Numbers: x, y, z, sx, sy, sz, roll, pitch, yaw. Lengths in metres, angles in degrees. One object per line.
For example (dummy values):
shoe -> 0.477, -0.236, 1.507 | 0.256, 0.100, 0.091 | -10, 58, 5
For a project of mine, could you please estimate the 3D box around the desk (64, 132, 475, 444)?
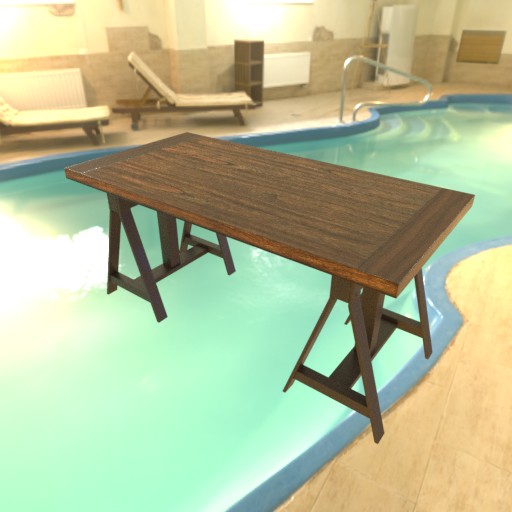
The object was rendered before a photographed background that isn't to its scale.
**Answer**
desk -> 0.000, 0.000, 2.003 | 1.543, 0.725, 0.784 | 21, 36, 31
